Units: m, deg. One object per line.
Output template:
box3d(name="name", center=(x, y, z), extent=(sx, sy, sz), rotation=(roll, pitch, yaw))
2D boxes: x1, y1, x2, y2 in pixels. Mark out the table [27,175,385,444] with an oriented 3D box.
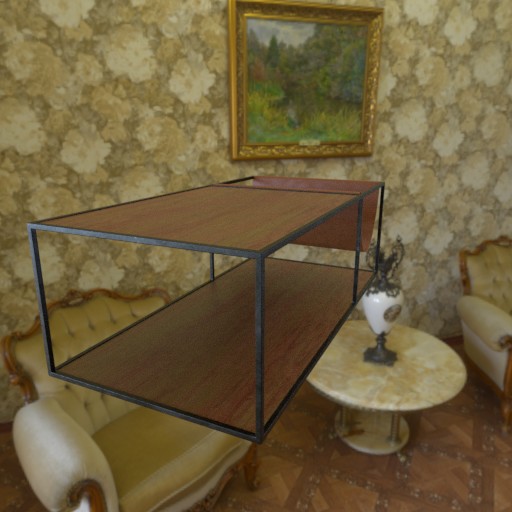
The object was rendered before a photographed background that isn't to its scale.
box3d(name="table", center=(0.000, 0.000, 1.470), extent=(0.597, 0.403, 1.199), rotation=(8, 18, 25))
